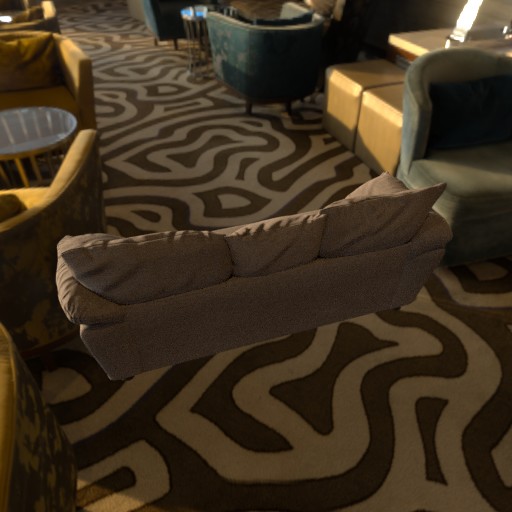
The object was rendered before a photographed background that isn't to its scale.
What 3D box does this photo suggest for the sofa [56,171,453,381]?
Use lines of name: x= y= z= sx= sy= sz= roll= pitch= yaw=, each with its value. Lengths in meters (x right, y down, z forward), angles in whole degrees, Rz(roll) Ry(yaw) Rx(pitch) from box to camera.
sofa: x=0.000 y=0.000 z=2.908 sx=2.390 sy=1.043 sz=0.927 roll=-12 pitch=41 yaw=-14
